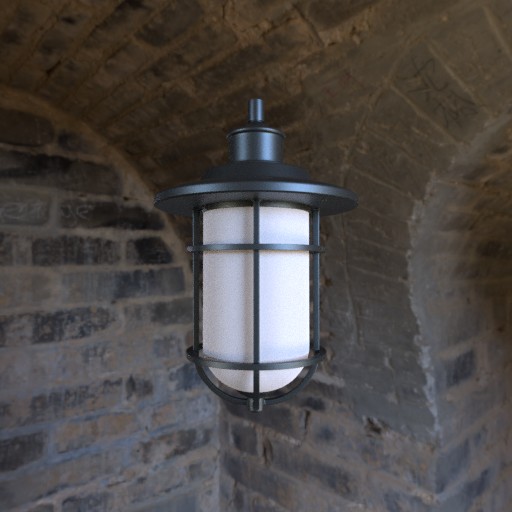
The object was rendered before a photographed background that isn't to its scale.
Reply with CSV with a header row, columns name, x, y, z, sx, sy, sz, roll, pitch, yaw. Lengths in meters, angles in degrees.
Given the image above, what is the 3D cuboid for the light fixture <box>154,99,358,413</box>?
name,x,y,z,sx,sy,sz,roll,pitch,yaw
light fixture,0.000,0.000,0.504,0.222,0.345,0.252,0,-2,0
